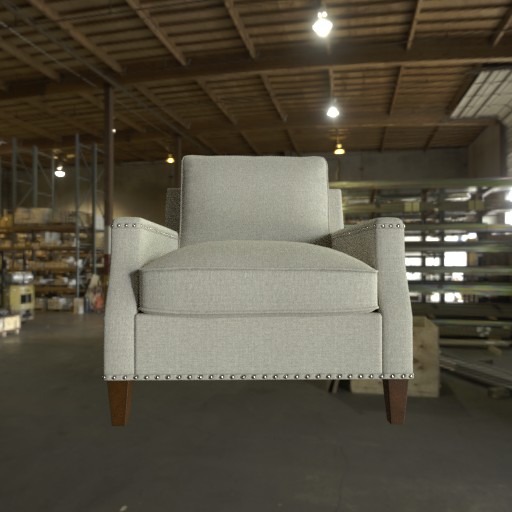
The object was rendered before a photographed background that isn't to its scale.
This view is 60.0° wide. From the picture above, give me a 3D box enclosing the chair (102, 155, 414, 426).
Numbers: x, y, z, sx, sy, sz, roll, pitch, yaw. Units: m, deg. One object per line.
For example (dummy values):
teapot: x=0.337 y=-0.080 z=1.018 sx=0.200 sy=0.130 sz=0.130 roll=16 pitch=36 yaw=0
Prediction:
chair: x=0.000 y=0.000 z=1.678 sx=0.853 sy=0.943 sz=1.014 roll=0 pitch=-1 yaw=-1
